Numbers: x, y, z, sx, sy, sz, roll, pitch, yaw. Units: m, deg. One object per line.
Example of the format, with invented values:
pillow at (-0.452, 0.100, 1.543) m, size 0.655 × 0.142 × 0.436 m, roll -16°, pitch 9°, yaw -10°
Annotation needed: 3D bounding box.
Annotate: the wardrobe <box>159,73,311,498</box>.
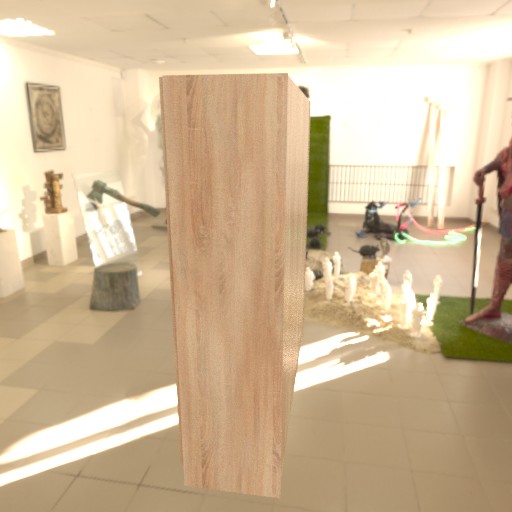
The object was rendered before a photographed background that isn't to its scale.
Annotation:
wardrobe at (0.000, 0.000, 3.110) m, size 0.598 × 2.159 × 1.998 m, roll 3°, pitch 16°, yaw 9°
